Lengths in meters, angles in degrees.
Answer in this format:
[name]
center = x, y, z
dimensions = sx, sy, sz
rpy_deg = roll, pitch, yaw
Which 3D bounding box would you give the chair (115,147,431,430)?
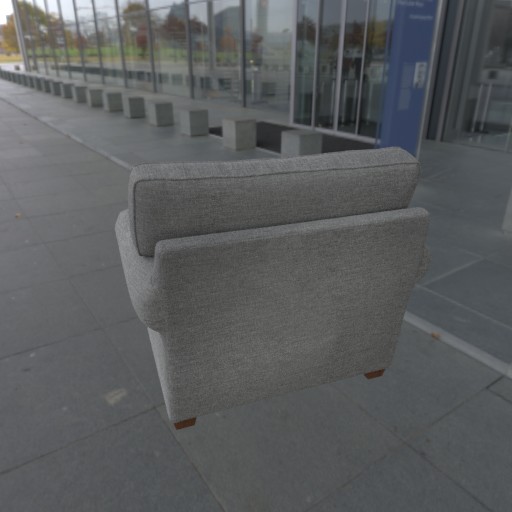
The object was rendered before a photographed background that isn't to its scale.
[chair]
center = 0.000, 0.000, 1.878
dimensions = 1.092, 0.961, 0.965
rpy_deg = -9, 26, -18
